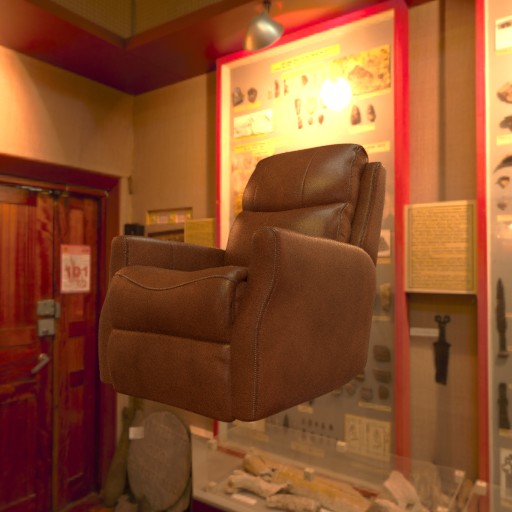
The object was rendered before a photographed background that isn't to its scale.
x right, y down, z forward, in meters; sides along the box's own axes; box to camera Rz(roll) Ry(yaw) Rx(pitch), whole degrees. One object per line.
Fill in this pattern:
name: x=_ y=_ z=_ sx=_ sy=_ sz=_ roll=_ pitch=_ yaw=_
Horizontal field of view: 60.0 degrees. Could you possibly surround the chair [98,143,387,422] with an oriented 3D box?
chair: x=0.000 y=0.000 z=1.783 sx=0.821 sy=1.016 sz=1.072 roll=-1 pitch=-1 yaw=36
